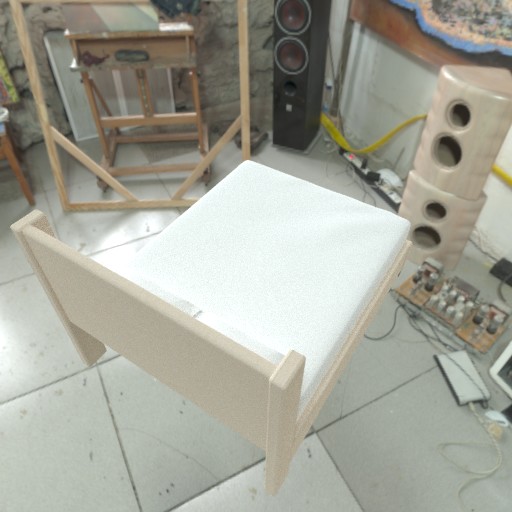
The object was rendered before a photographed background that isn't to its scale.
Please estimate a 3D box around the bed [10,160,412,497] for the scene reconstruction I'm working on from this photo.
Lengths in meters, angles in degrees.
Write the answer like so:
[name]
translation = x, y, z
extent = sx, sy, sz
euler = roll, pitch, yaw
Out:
[bed]
translation = 0.000, 0.000, 3.304
extent = 1.778, 1.471, 2.293
euler = 25, 51, 22
